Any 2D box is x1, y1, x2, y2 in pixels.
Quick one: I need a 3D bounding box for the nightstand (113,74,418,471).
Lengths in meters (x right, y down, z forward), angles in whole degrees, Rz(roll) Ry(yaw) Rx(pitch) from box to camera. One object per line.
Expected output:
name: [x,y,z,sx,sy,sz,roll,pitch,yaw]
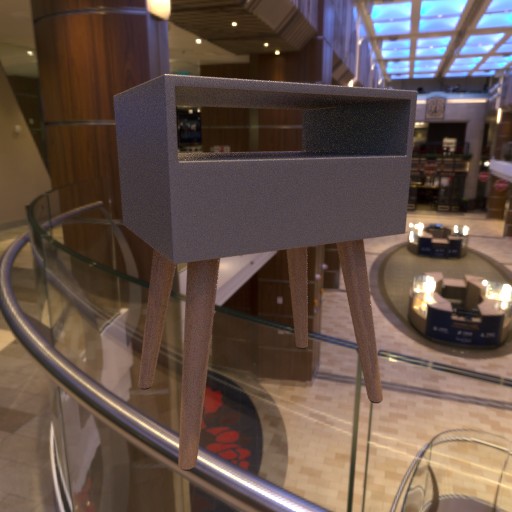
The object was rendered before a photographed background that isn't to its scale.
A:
nightstand: [0.000,0.000,0.735,0.370,0.508,0.288,-8,17,-27]
